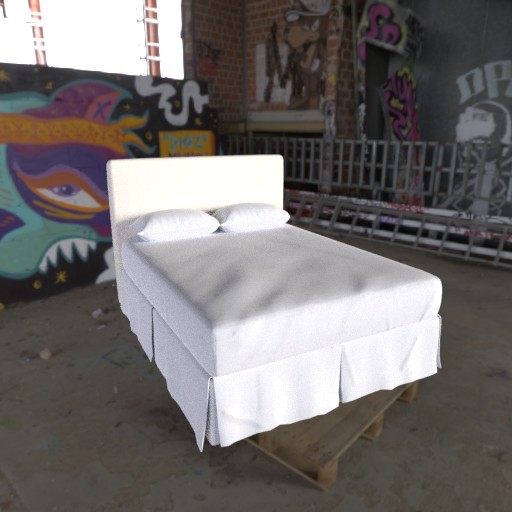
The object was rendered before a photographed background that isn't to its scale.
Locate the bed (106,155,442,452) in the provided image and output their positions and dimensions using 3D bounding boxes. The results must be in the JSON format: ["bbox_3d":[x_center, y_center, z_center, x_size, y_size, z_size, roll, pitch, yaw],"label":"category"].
[{"bbox_3d":[0.000,0.000,3.271,1.713,1.330,2.142,-8,18,-27],"label":"bed"}]
